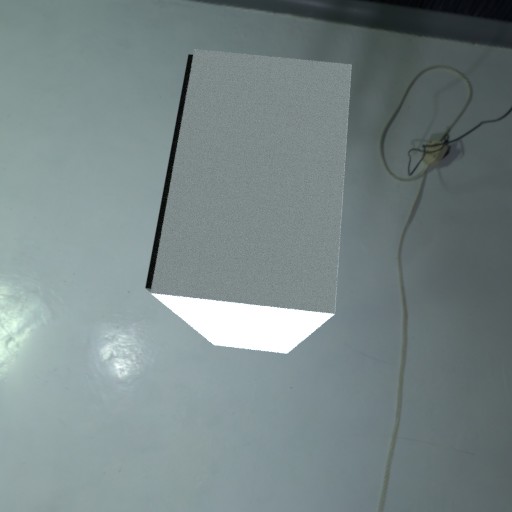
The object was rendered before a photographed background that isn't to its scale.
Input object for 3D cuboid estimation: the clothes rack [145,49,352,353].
[{"bbox_3d":[0.000,0.000,1.391,0.330,1.187,0.500,6,75,2],"label":"clothes rack"}]
